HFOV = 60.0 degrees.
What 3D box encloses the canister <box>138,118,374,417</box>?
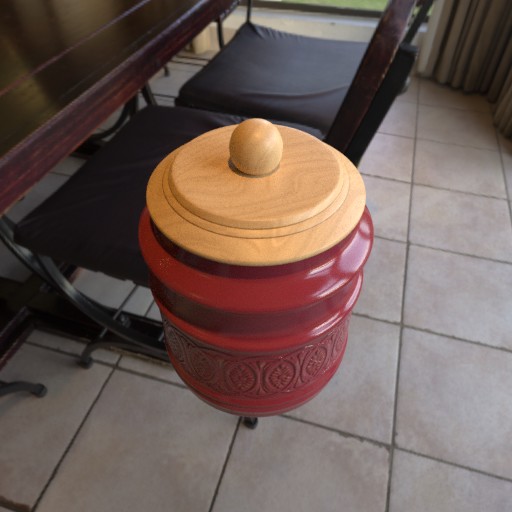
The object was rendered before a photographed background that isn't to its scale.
[{"bbox_3d":[0.000,0.000,0.269,0.130,0.176,0.130,0,46,0],"label":"canister"}]
